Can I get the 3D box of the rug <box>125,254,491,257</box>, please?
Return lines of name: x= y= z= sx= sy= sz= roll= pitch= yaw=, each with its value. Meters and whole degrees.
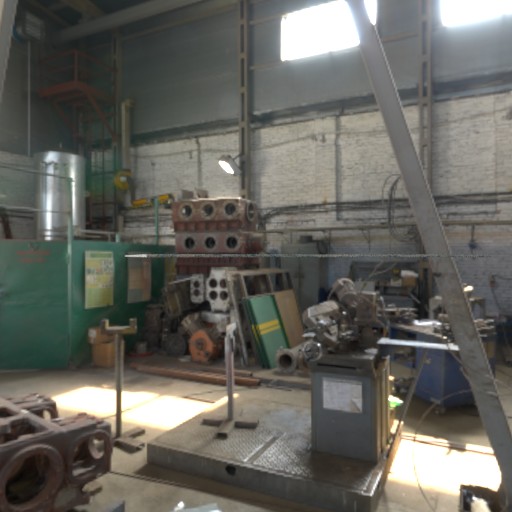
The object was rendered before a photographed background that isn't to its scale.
rug: x=0.000 y=0.000 z=2.320 sx=1.260 sy=0.009 sz=1.820 roll=0 pitch=0 yaw=-18
